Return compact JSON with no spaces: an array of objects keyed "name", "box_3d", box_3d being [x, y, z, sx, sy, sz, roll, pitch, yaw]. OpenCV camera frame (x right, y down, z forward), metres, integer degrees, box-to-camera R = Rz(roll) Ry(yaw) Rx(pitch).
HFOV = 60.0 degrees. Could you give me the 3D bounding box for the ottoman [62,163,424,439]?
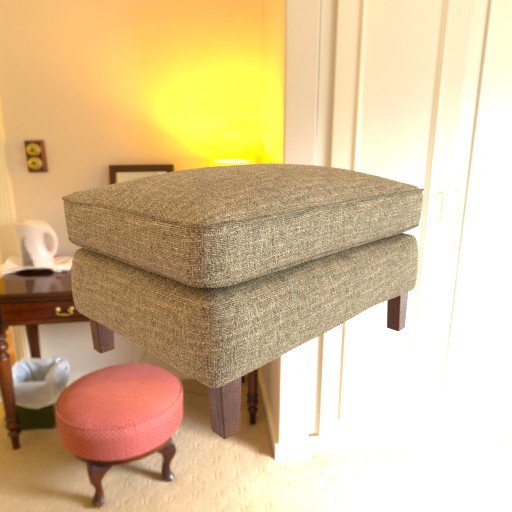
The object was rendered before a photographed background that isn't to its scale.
[{"name":"ottoman","box_3d":[0.000,0.000,1.003,0.508,0.406,0.686,14,20,43]}]
